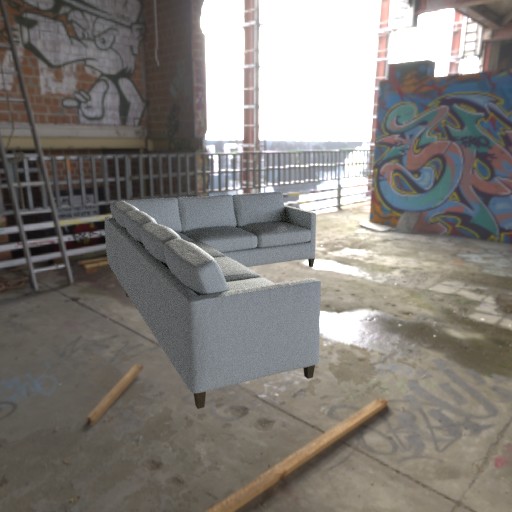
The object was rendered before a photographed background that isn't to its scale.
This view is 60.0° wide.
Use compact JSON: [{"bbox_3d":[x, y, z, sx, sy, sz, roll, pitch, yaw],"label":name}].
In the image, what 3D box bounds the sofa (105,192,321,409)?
[{"bbox_3d":[0.000,0.000,4.528,2.522,0.934,3.333,-7,16,-26],"label":"sofa"}]
